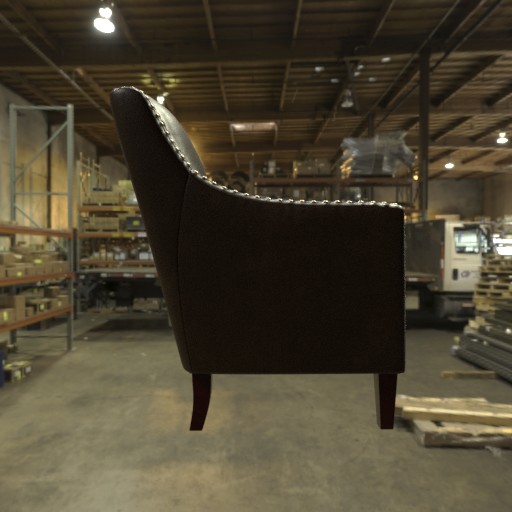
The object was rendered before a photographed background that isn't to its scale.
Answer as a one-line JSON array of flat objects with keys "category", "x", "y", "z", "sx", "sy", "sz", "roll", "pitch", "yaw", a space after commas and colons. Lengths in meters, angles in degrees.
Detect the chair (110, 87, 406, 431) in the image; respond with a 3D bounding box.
[{"category": "chair", "x": 0.000, "y": 0.000, "z": 1.329, "sx": 0.704, "sy": 0.813, "sz": 0.639, "roll": 0, "pitch": 1, "yaw": -1}]
